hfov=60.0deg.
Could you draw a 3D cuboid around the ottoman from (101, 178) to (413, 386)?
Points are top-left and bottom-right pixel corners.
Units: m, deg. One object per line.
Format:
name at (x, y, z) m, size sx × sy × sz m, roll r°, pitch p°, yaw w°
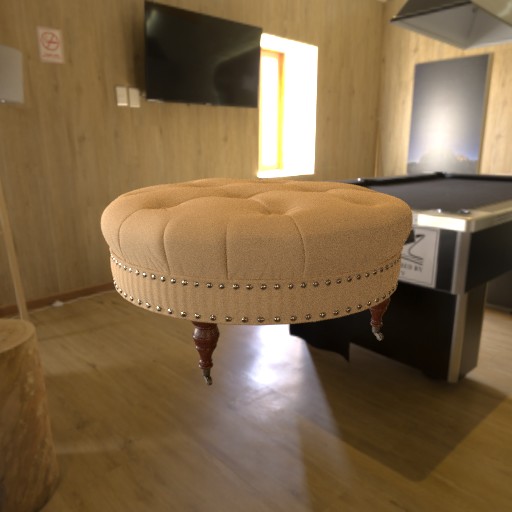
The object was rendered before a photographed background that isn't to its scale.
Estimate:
ottoman at (0.000, 0.000, 1.369) m, size 0.901 × 0.439 × 0.901 m, roll 0°, pitch 15°, yaw 0°
